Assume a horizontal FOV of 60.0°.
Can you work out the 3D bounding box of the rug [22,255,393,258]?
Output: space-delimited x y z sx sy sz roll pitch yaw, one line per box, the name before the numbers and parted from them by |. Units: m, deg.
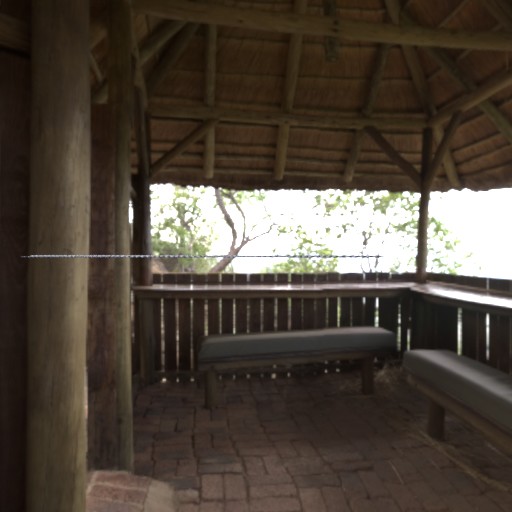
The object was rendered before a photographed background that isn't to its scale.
rug | 0.000 0.000 3.893 2.256 0.013 2.910 0 0 18
